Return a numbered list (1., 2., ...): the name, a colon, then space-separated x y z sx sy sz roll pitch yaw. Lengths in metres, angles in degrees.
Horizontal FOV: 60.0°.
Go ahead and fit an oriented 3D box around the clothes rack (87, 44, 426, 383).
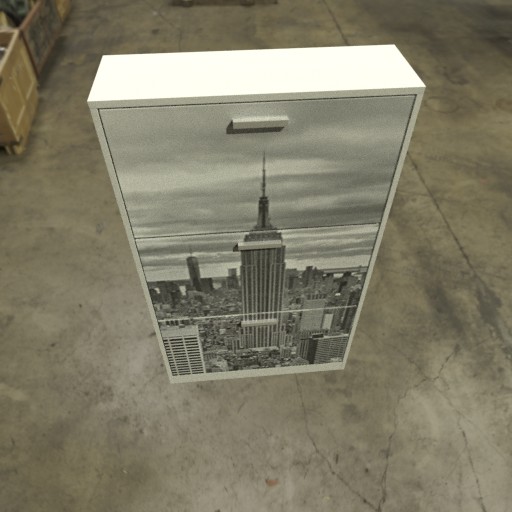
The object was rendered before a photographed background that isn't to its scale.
1. clothes rack: 0.000 0.000 1.519 0.750 1.280 0.250 -4 47 -4
